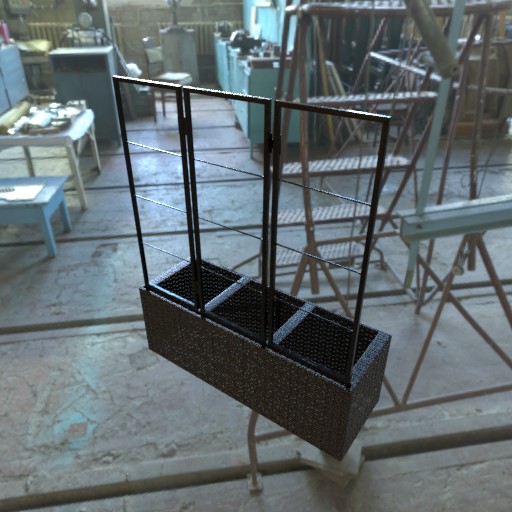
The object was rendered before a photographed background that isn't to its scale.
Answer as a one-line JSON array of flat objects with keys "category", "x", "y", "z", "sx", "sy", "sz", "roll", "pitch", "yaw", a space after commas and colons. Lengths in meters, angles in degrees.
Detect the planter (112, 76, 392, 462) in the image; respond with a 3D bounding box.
[{"category": "planter", "x": 0.000, "y": 0.000, "z": 1.149, "sx": 0.699, "sy": 0.841, "sz": 0.244, "roll": 20, "pitch": 36, "yaw": 30}]
